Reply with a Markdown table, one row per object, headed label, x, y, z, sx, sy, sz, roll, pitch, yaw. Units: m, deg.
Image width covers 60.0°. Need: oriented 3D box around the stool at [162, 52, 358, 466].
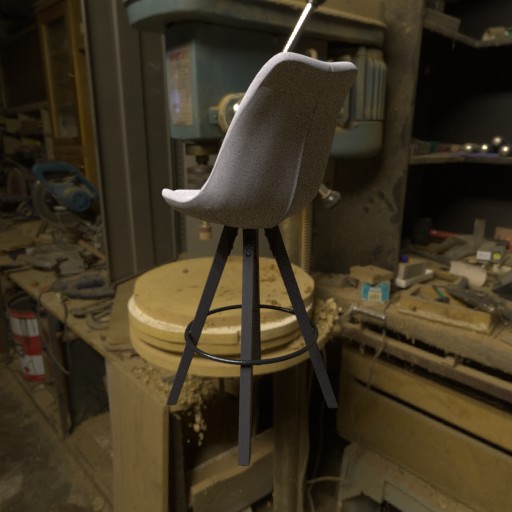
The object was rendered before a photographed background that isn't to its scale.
| label | x | y | z | sx | sy | sz | roll | pitch | yaw |
| --- | --- | --- | --- | --- | --- | --- | --- | --- | --- |
| stool | 0.000 | 0.000 | 1.414 | 0.485 | 1.115 | 0.550 | -14 | 21 | -40 |
